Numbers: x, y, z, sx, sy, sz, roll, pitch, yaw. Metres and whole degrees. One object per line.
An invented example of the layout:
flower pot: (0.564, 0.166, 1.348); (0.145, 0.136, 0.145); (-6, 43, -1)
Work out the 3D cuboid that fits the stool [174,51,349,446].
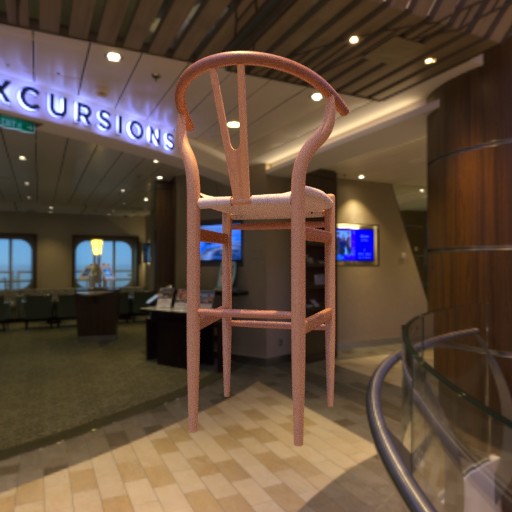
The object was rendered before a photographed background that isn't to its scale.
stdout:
stool: (0.000, 0.000, 1.417); (0.574, 1.068, 0.561); (0, -1, 18)
